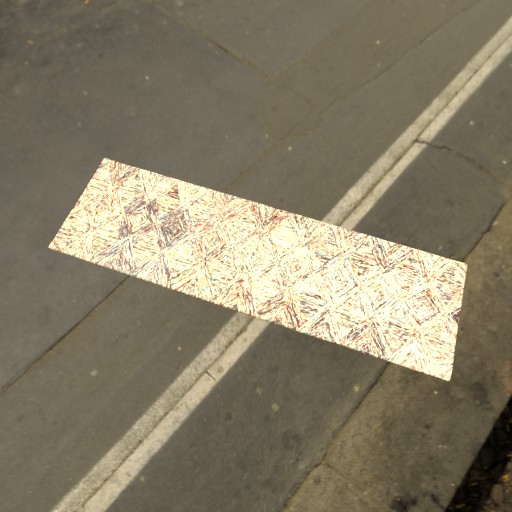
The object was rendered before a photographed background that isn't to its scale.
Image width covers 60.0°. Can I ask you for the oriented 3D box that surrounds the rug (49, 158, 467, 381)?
[{"bbox_3d":[0.000,0.000,2.522,2.292,0.015,0.688,17,65,8],"label":"rug"}]
